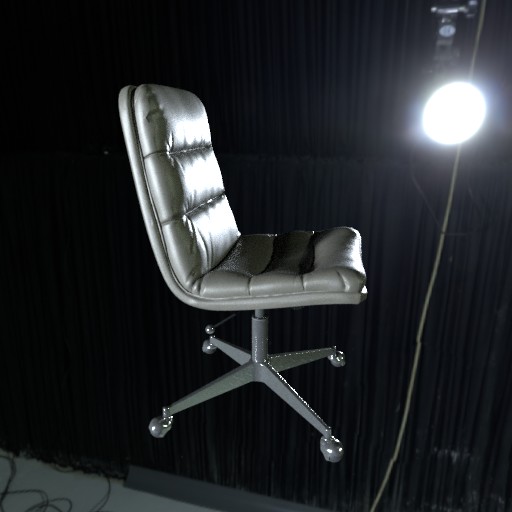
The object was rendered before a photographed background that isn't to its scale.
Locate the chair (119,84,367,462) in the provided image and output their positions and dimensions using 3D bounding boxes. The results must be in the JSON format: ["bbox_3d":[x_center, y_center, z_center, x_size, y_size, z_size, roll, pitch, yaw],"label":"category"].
[{"bbox_3d":[0.000,0.000,1.019,0.485,0.738,0.422,3,17,10],"label":"chair"}]
